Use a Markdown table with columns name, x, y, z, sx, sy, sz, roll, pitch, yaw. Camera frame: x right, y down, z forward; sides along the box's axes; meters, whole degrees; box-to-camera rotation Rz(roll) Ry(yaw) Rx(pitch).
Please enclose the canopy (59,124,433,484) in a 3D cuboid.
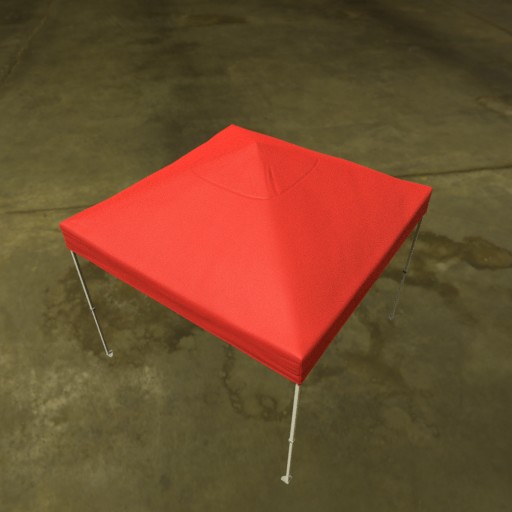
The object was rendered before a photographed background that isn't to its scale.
| name | x | y | z | sx | sy | sz | roll | pitch | yaw |
| --- | --- | --- | --- | --- | --- | --- | --- | --- | --- |
| canopy | 0.000 | 0.000 | 5.403 | 2.998 | 2.997 | 2.996 | 25 | 47 | 26 |
